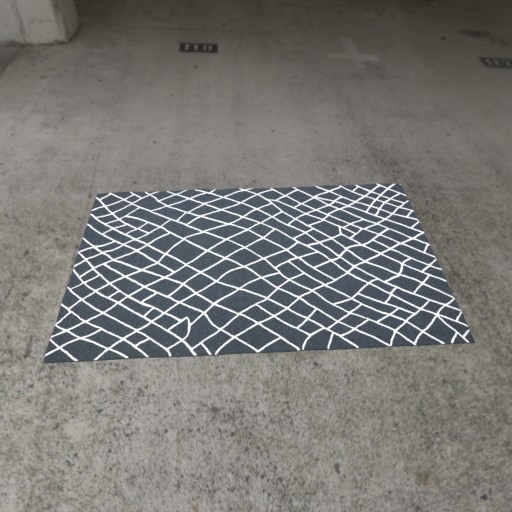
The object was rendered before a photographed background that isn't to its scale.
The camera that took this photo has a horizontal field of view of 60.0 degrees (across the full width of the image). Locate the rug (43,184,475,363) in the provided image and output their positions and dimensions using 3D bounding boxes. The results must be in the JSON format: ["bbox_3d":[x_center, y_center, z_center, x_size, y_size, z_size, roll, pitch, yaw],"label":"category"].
[{"bbox_3d":[0.000,0.000,3.033,2.448,0.017,1.529,-2,46,-2],"label":"rug"}]
